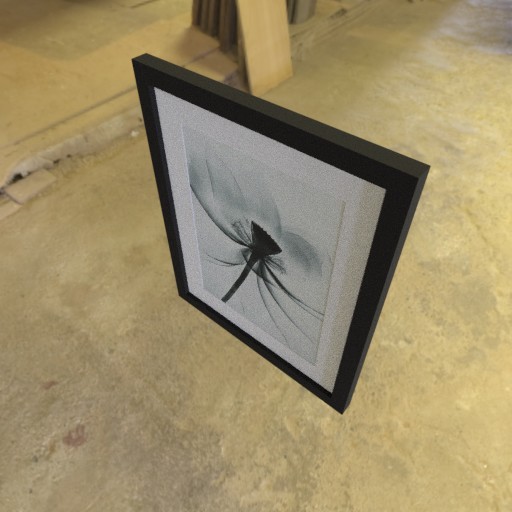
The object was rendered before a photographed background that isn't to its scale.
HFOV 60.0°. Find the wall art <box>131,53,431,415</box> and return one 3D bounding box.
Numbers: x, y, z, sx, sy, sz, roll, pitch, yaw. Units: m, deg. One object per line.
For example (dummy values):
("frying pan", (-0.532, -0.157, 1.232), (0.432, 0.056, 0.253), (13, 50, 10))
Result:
("wall art", (0.000, 0.000, 0.763), (0.457, 0.559, 0.029), (31, 54, 26))
